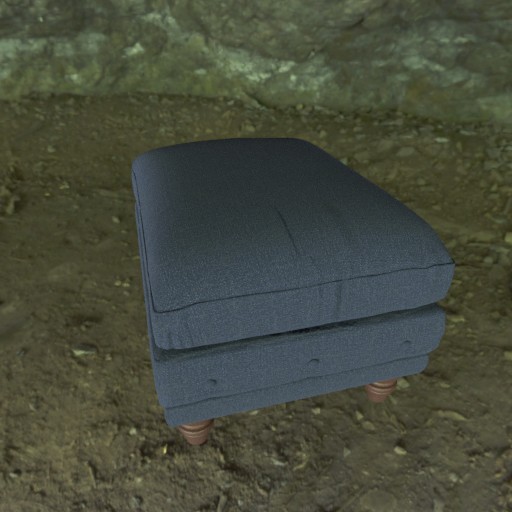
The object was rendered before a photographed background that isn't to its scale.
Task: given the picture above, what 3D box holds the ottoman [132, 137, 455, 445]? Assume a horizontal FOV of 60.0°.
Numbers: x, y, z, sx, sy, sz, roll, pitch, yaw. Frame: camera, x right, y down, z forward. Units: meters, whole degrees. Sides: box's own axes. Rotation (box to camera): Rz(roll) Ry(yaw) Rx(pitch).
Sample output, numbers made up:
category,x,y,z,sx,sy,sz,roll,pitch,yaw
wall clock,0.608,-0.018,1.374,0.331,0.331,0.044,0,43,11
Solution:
category,x,y,z,sx,sy,sz,roll,pitch,yaw
ottoman,0.000,0.000,1.105,0.558,0.486,0.767,-8,30,-14
